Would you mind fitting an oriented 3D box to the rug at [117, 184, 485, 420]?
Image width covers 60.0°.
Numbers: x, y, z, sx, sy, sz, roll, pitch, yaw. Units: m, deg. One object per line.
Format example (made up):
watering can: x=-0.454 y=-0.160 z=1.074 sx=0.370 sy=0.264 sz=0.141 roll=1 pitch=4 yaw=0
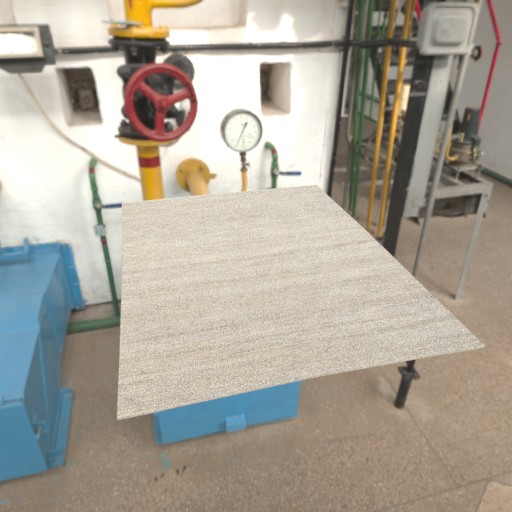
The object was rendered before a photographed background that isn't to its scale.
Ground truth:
rug: x=0.000 y=0.000 z=4.639 sx=2.757 sy=0.051 sz=3.626 roll=-7 pitch=31 yaw=-12
